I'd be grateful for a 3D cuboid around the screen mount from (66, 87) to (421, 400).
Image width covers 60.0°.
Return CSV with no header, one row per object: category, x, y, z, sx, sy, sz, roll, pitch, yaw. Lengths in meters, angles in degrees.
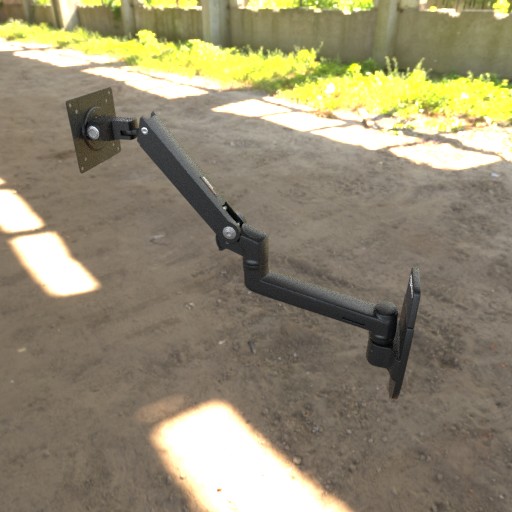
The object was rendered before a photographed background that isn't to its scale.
screen mount,0.000,0.000,0.699,0.495,0.466,0.115,8,31,13
